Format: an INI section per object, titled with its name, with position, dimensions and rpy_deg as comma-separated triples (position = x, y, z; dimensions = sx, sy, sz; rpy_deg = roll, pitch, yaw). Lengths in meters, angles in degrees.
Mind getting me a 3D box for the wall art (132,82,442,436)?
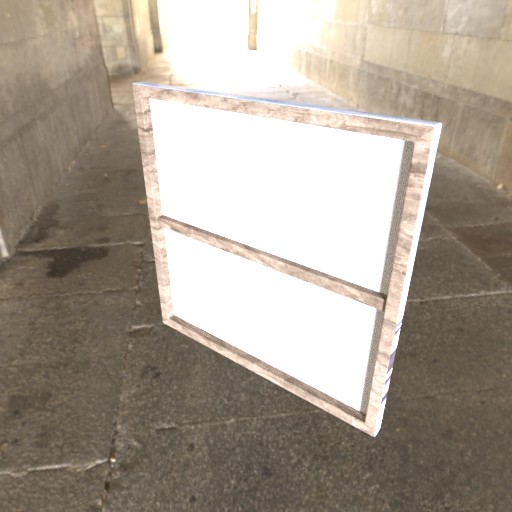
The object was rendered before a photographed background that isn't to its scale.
[wall art]
position = 0.000, 0.000, 1.100
dimensions = 0.747, 0.747, 0.035
rpy_deg = 20, 35, 31
